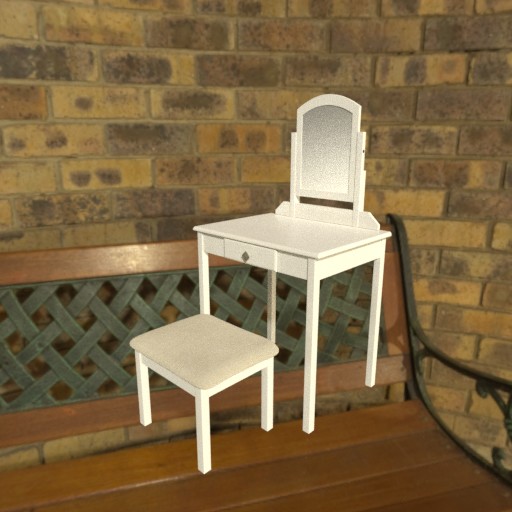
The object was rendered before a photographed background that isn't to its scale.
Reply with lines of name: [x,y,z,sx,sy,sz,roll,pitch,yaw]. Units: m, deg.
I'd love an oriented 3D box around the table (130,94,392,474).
table: [0.000,0.000,2.269,0.876,1.631,1.211,14,21,42]
